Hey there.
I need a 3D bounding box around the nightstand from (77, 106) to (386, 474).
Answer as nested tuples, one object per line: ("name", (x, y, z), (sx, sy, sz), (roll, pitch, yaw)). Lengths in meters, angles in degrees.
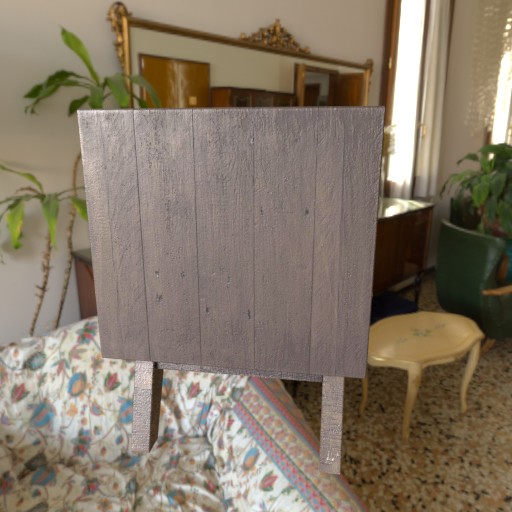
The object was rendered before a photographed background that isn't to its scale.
("nightstand", (0.000, 0.000, 1.002), (0.450, 0.599, 0.650), (2, 15, 9))
